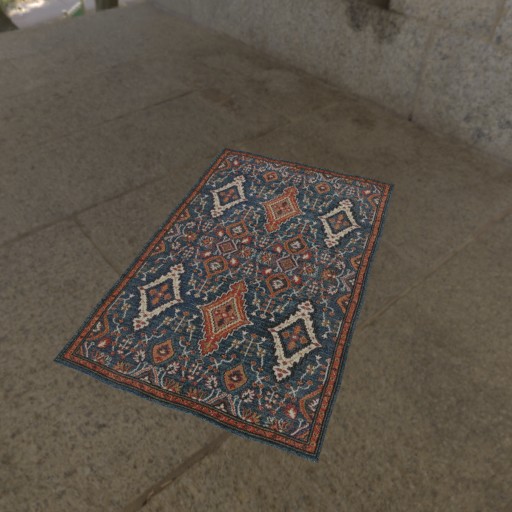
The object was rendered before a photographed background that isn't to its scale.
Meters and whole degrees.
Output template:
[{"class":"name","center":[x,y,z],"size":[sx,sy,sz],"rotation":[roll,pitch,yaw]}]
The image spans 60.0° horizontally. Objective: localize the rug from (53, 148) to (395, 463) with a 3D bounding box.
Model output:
[{"class":"rug","center":[0.000,0.000,4.327],"size":[2.190,0.008,3.371],"rotation":[15,48,15]}]
